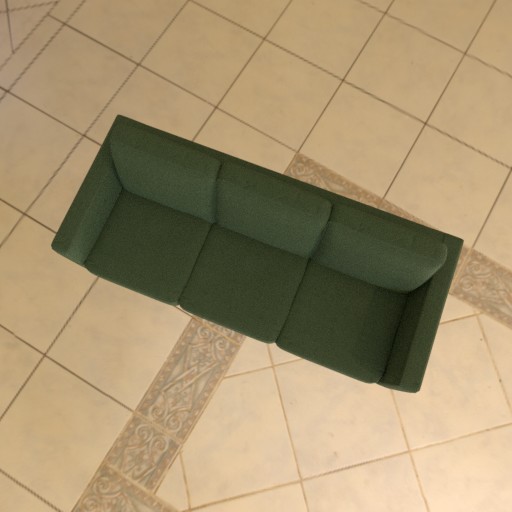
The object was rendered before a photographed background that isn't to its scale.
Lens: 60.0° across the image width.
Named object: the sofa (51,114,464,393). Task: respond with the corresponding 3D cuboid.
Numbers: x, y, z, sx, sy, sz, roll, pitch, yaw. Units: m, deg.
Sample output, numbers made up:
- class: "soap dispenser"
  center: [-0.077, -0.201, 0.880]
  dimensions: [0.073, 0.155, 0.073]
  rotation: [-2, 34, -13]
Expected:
- class: "sofa"
  center: [0.000, 0.000, 2.551]
  dimensions: [2.029, 0.899, 0.879]
  rotation: [21, 78, 5]
